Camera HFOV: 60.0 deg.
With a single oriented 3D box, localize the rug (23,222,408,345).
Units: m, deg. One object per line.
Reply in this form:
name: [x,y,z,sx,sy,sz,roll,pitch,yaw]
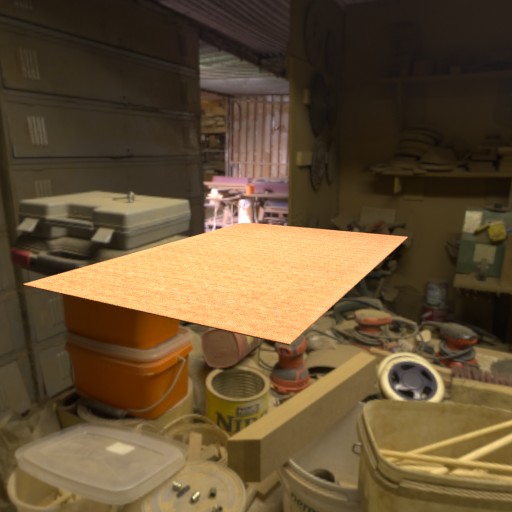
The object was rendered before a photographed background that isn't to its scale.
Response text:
rug: [0.000,0.000,2.933,1.524,0.006,2.285,7,15,28]
